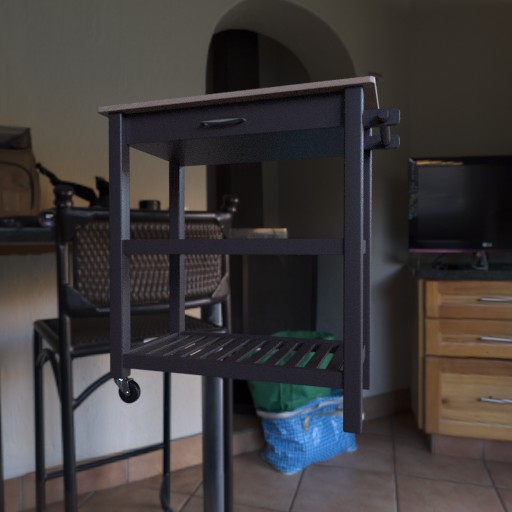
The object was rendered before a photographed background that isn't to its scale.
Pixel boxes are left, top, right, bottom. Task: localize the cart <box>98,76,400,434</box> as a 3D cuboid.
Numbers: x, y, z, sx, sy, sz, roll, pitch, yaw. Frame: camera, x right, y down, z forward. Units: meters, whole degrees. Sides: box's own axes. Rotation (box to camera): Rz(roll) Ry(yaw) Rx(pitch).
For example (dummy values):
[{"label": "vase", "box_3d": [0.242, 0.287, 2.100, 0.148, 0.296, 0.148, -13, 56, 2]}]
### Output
[{"label": "cart", "box_3d": [0.000, 0.000, 1.466, 0.899, 0.927, 0.457, 0, 1, 18]}]
